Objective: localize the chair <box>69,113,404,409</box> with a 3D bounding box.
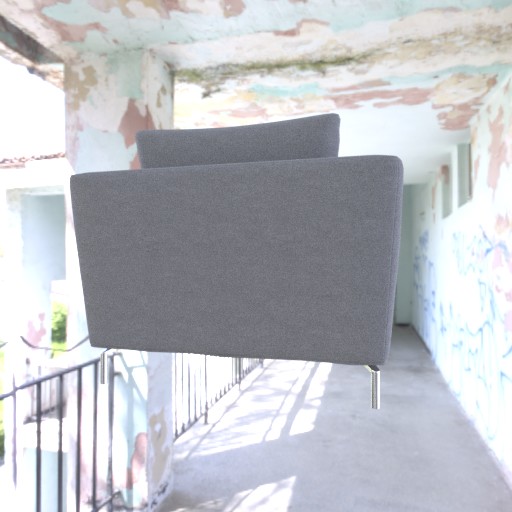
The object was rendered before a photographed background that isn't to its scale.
[{"bbox_3d":[0.000,0.000,1.688,1.041,0.864,0.889,0,0,16],"label":"chair"}]
